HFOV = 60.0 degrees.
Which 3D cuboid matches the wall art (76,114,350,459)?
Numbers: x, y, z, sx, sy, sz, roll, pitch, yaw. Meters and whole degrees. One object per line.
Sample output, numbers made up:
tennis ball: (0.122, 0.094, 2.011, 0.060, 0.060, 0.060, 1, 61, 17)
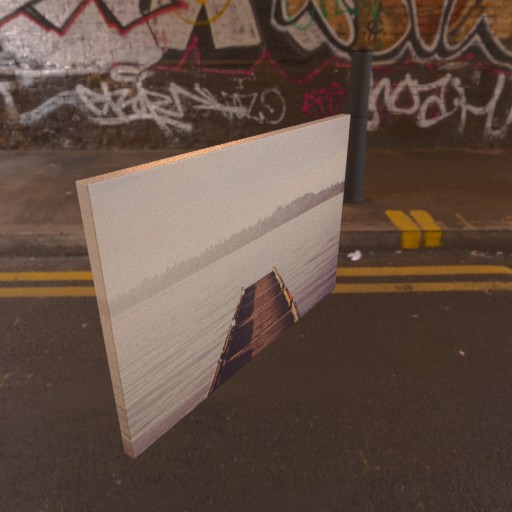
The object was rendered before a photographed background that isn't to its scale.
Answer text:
wall art: (0.000, 0.000, 0.778, 0.021, 0.410, 0.615, 18, 31, 33)
